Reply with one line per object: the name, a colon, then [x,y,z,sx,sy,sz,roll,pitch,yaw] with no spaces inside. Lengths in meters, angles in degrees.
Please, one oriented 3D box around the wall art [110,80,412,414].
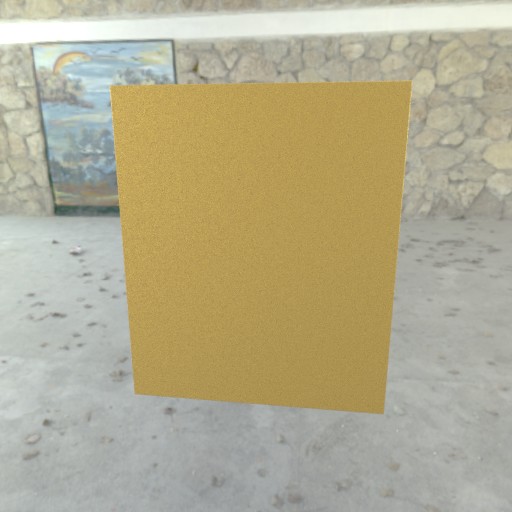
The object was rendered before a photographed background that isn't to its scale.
wall art: [0.000,0.000,0.885,0.537,0.642,0.048,2,15,8]
